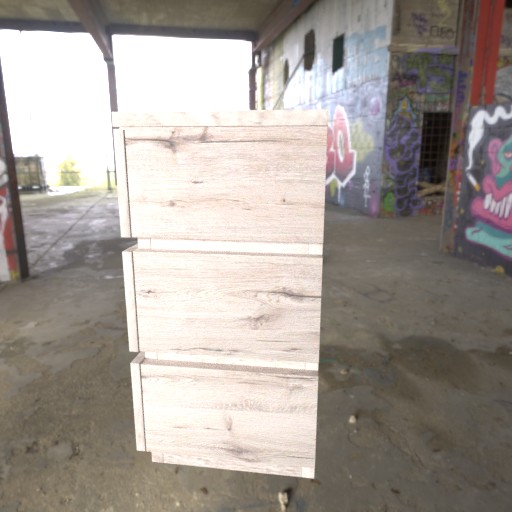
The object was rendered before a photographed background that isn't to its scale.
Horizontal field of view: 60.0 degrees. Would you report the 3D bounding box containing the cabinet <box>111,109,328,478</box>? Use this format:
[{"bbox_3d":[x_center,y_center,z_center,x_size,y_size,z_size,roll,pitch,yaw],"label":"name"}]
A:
[{"bbox_3d":[0.000,0.000,1.436,0.420,0.820,1.040,2,14,8],"label":"cabinet"}]
